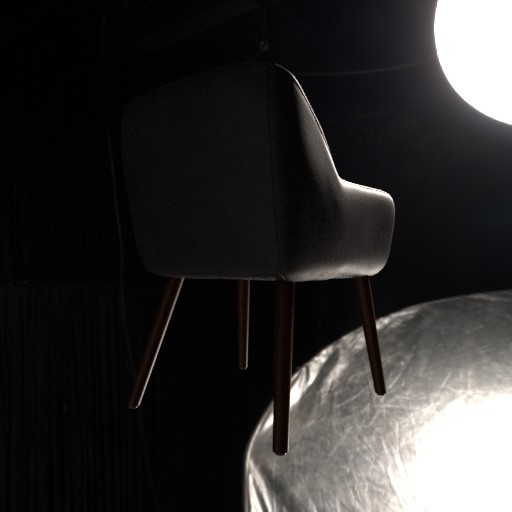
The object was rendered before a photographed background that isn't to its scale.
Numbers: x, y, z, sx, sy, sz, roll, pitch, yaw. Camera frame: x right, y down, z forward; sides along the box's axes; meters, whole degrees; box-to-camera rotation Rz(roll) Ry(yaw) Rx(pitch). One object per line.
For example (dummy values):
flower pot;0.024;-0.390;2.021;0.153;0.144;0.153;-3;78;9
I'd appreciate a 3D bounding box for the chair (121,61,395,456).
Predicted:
chair;0.000;0.000;1.263;0.610;0.828;0.610;0;0;36
